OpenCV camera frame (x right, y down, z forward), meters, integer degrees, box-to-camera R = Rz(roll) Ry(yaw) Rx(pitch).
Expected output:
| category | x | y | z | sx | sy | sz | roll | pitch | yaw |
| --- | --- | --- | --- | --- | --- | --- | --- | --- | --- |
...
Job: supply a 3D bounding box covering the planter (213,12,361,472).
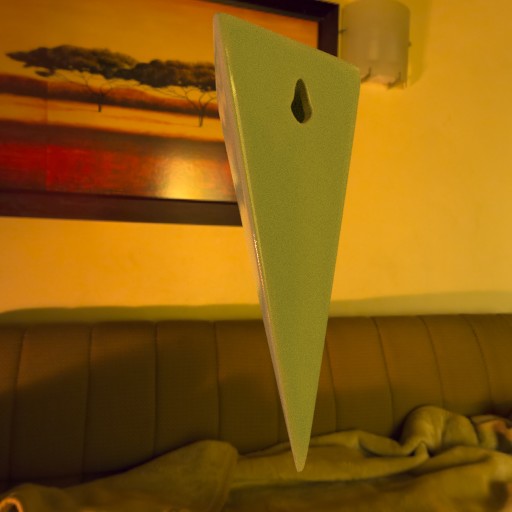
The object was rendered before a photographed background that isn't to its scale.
| category | x | y | z | sx | sy | sz | roll | pitch | yaw |
| --- | --- | --- | --- | --- | --- | --- | --- | --- | --- |
| planter | 0.000 | 0.000 | 0.208 | 0.080 | 0.178 | 0.064 | 1 | -2 | -36 |
